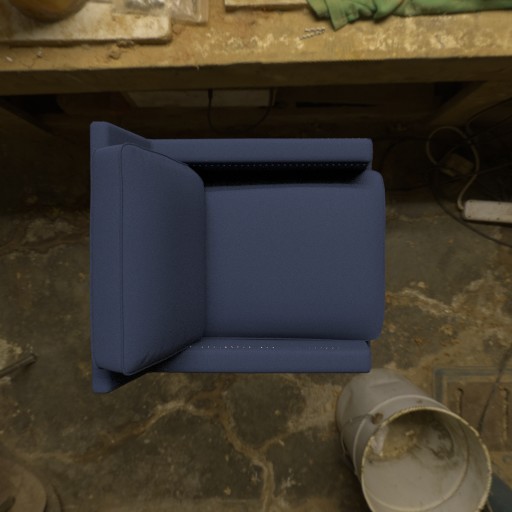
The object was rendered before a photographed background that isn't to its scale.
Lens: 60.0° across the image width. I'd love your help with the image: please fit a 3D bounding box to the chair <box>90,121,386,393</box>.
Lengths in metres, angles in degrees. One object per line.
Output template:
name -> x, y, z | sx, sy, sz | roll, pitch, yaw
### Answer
chair -> 0.000, 0.000, 1.689 | 1.014, 0.943, 0.853 | 0, 91, 1
